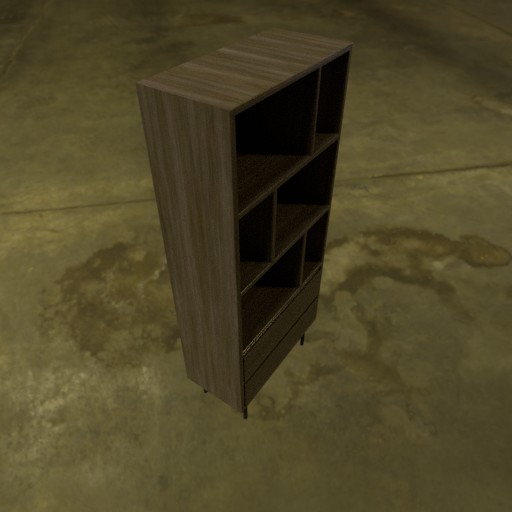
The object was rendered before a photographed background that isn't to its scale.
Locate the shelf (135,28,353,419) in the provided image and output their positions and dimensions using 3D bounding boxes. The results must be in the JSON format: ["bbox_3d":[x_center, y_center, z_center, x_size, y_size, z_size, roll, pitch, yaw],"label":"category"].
[{"bbox_3d":[0.000,0.000,1.829,0.323,1.545,0.670,25,47,26],"label":"shelf"}]
